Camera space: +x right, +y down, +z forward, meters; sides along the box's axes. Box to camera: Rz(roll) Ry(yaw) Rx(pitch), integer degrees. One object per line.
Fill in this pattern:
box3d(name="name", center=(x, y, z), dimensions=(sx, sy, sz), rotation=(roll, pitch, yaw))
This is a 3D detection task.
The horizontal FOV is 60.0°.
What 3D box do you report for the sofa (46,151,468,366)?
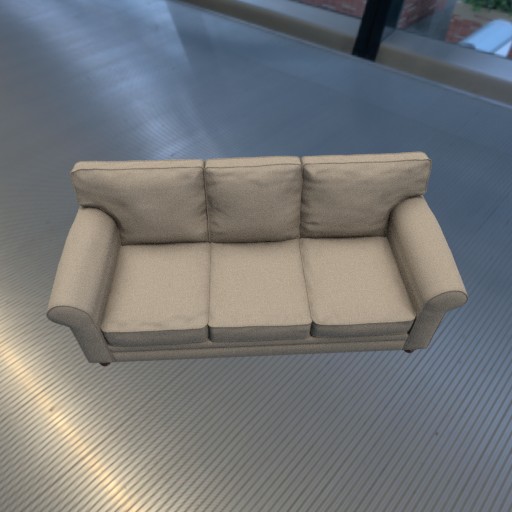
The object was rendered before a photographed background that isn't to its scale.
box3d(name="sofa", center=(0.000, 0.000, 2.605), dimensions=(2.118, 0.889, 0.998), rotation=(-2, 47, -2))
